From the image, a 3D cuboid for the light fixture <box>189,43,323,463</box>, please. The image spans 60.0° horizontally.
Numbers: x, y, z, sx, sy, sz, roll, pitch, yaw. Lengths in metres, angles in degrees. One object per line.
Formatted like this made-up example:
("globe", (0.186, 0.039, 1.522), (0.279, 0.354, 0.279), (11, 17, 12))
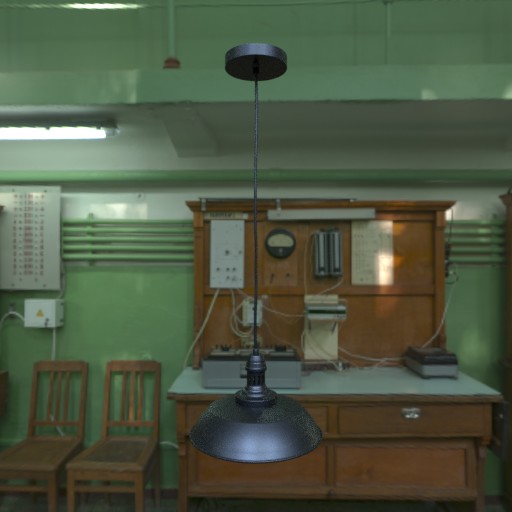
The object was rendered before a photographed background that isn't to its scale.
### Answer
("light fixture", (0.000, 0.000, 1.112), (0.331, 0.993, 0.331), (0, 0, 0))
